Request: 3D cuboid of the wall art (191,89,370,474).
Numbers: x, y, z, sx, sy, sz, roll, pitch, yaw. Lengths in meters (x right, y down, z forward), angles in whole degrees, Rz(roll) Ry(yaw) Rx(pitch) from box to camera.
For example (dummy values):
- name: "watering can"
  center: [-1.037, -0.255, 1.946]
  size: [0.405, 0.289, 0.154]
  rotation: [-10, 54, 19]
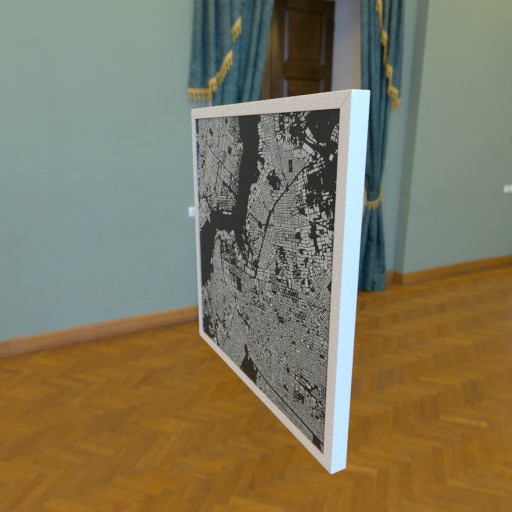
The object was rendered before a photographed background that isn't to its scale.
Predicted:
- name: "wall art"
  center: [0.000, 0.000, 1.164]
  size: [0.050, 0.762, 0.761]
  rotation: [-8, 18, -27]
